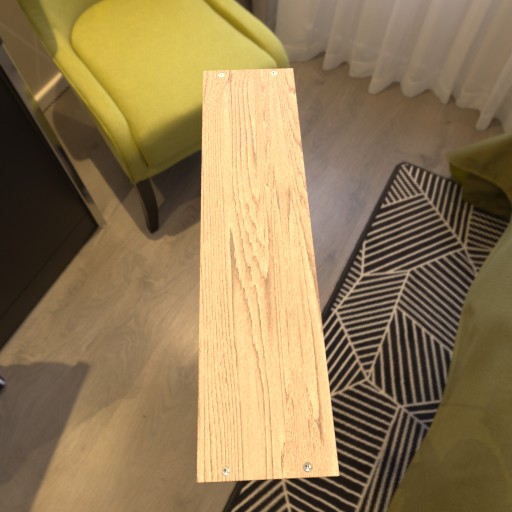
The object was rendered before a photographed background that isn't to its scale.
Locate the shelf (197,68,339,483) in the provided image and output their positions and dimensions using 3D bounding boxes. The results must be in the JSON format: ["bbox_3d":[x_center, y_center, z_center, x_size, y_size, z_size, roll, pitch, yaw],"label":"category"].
[{"bbox_3d":[0.000,0.000,0.677,0.150,0.170,0.610,-2,63,-1],"label":"shelf"}]
